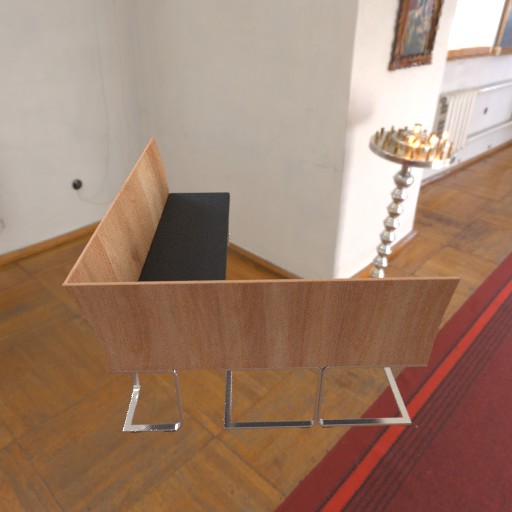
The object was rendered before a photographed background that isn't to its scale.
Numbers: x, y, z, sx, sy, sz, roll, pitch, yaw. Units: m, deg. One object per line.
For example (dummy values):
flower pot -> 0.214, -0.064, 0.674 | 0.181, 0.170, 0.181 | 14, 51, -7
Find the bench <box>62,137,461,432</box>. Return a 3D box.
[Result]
bench -> 0.000, 0.000, 2.731 | 1.495, 0.930, 1.945 | -1, 31, -1
